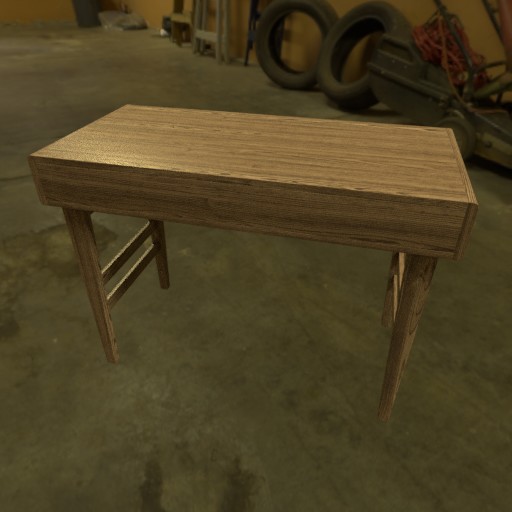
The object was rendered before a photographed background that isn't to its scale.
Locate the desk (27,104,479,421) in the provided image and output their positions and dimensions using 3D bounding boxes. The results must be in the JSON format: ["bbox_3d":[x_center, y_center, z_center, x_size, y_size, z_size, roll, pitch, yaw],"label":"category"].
[{"bbox_3d":[0.000,0.000,1.418,1.067,0.755,0.508,8,34,12],"label":"desk"}]
